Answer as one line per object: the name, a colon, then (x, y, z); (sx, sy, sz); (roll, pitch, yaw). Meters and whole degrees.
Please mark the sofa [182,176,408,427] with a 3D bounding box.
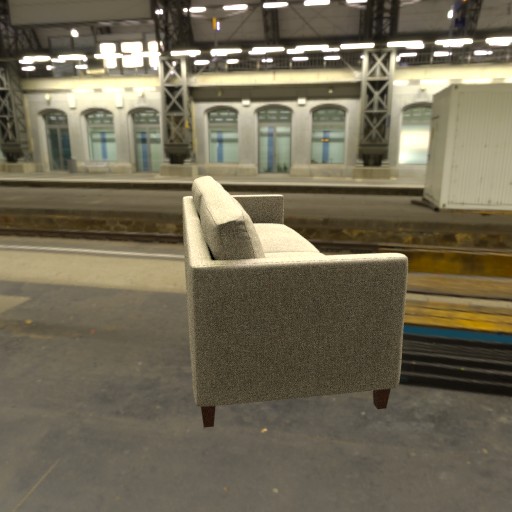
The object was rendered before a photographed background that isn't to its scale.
sofa: (0.000, 0.000, 2.998); (0.948, 0.951, 2.434); (-2, 14, -10)
